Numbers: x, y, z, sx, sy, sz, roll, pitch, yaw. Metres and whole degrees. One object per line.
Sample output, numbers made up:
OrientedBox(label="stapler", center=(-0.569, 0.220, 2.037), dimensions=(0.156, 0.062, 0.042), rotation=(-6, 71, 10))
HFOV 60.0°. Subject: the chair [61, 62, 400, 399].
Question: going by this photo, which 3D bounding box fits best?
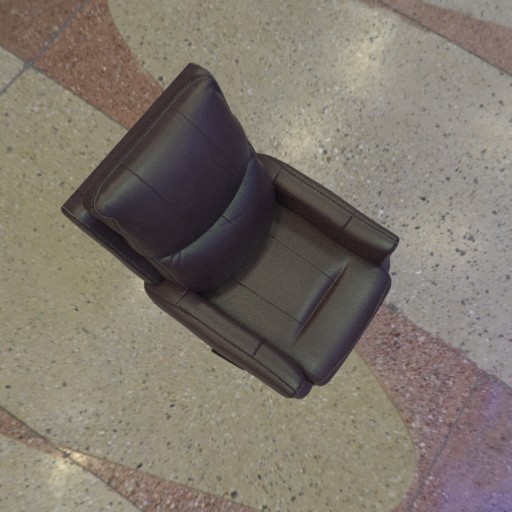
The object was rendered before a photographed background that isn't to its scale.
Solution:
OrientedBox(label="chair", center=(0.000, 0.000, 1.790), dimensions=(1.080, 1.030, 0.829), rotation=(35, 78, 8))
